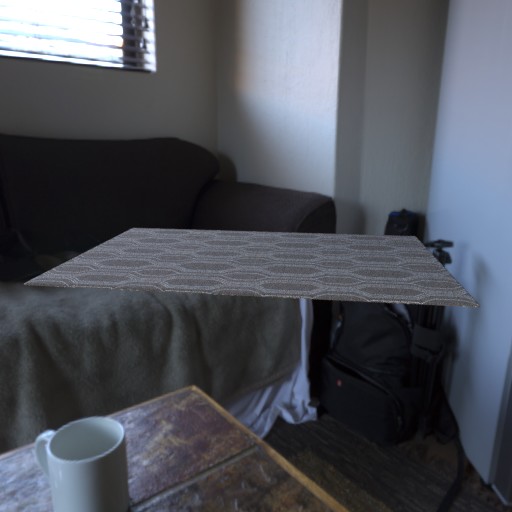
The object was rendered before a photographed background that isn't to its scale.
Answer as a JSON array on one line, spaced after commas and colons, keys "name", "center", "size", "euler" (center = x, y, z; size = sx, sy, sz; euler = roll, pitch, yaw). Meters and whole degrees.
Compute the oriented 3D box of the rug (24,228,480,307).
[{"name": "rug", "center": [0.000, 0.000, 3.087], "size": [2.457, 0.012, 1.541], "euler": [2, 16, 8]}]
